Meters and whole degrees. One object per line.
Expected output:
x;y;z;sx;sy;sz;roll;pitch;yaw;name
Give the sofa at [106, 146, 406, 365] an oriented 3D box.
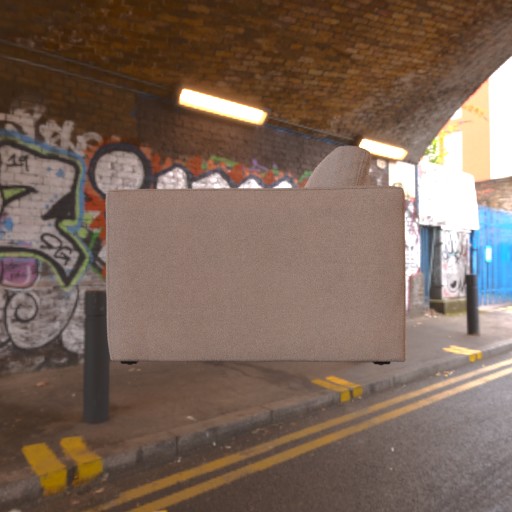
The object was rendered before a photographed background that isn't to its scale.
0.000;0.000;2.525;1.091;0.839;1.905;0;-1;0;sofa
